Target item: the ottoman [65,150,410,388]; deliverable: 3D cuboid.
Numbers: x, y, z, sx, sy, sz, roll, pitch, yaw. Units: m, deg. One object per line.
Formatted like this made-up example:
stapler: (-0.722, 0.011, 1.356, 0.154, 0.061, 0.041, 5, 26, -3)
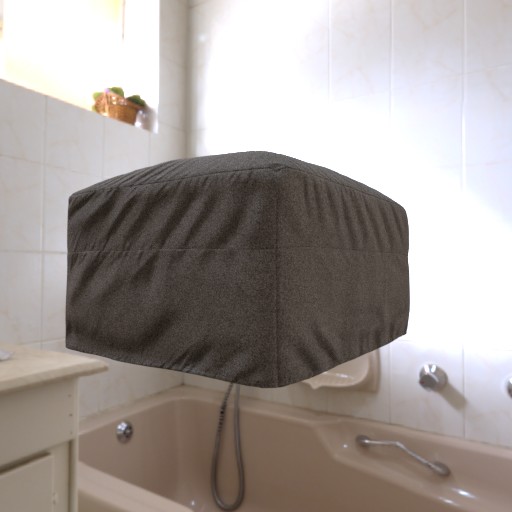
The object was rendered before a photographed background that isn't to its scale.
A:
ottoman: (0.000, 0.000, 1.264, 0.683, 0.481, 0.837, -1, -2, 35)
